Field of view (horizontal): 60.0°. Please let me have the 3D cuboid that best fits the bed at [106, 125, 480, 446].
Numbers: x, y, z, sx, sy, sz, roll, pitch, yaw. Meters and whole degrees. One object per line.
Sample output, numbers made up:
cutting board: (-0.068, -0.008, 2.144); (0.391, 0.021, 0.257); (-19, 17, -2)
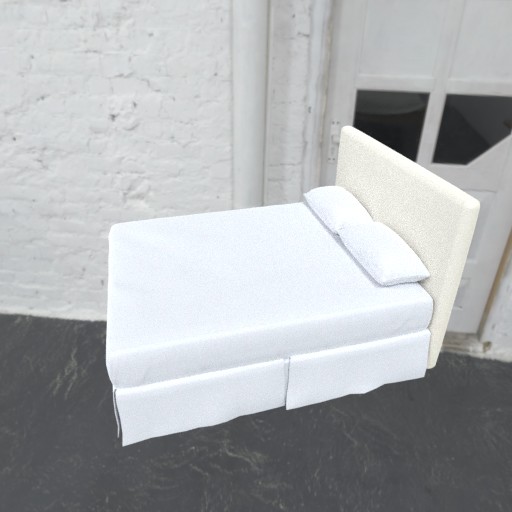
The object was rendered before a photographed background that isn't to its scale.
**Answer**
bed: (0.000, 0.000, 3.176); (2.142, 1.330, 1.713); (-8, 32, -13)
